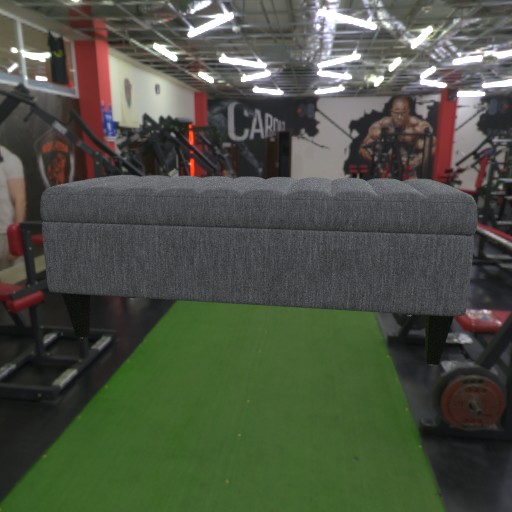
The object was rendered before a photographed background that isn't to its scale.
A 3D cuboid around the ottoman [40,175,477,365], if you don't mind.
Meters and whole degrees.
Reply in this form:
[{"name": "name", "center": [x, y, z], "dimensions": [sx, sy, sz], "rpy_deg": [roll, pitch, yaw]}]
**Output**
[{"name": "ottoman", "center": [0.000, 0.000, 1.397], "dimensions": [1.151, 0.469, 0.482], "rpy_deg": [2, 15, 9]}]
